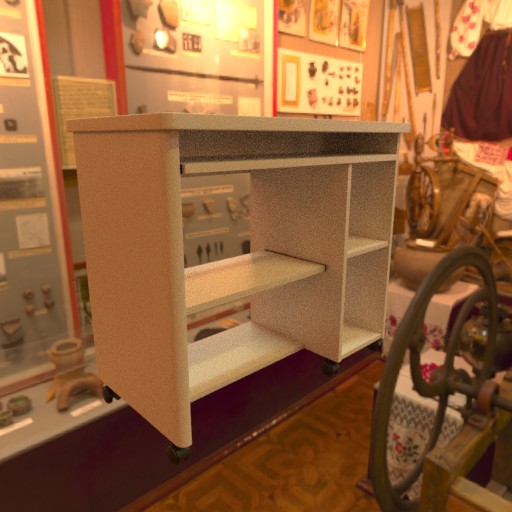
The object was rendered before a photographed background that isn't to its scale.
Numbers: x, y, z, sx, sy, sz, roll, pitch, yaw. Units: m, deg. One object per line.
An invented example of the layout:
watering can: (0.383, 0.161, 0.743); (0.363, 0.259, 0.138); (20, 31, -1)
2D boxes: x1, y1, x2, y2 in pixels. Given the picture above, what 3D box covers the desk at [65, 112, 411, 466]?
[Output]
desk: (0.000, 0.000, 1.315); (0.877, 0.763, 0.475); (-14, 20, -42)
